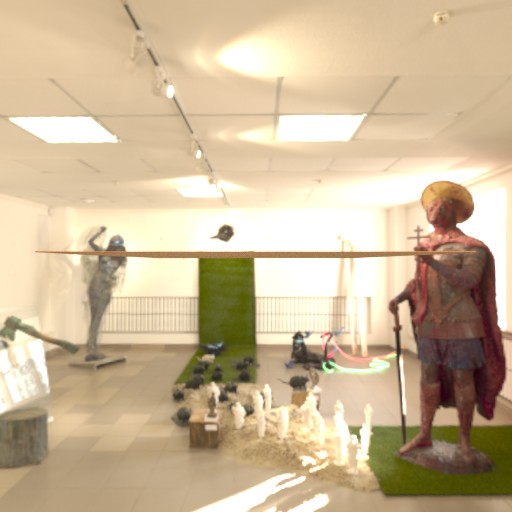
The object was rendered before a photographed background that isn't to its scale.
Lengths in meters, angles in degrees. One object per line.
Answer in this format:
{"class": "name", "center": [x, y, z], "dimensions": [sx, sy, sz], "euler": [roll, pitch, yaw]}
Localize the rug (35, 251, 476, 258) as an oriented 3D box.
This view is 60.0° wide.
{"class": "rug", "center": [0.000, 0.000, 3.950], "dimensions": [2.436, 0.011, 3.045], "euler": [0, -1, 0]}
